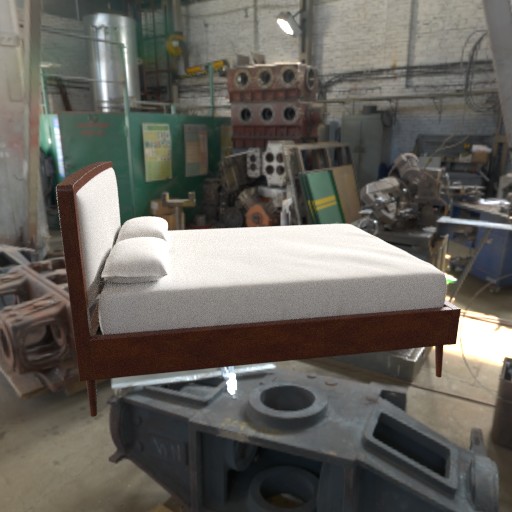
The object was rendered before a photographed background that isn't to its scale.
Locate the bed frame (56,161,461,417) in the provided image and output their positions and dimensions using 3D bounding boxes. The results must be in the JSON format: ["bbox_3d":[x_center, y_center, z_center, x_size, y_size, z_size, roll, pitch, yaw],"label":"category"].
[{"bbox_3d":[0.000,0.000,3.136,2.171,1.279,1.587,-3,16,-11],"label":"bed frame"}]
